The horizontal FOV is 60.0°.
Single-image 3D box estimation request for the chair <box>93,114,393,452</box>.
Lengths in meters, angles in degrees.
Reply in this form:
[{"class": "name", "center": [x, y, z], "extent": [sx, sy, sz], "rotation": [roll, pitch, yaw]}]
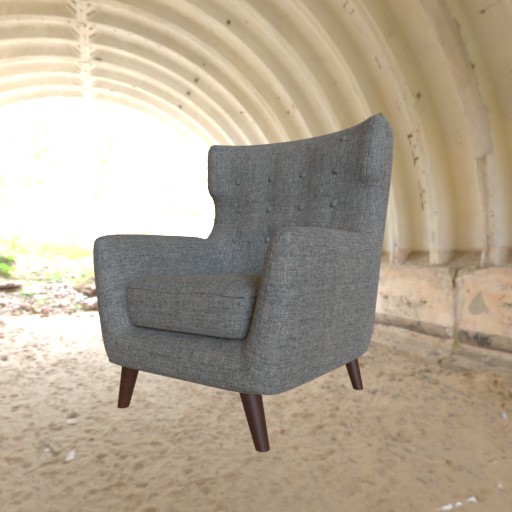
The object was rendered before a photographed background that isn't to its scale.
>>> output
[{"class": "chair", "center": [0.000, 0.000, 1.712], "extent": [0.878, 1.063, 0.904], "rotation": [0, 0, 35]}]
